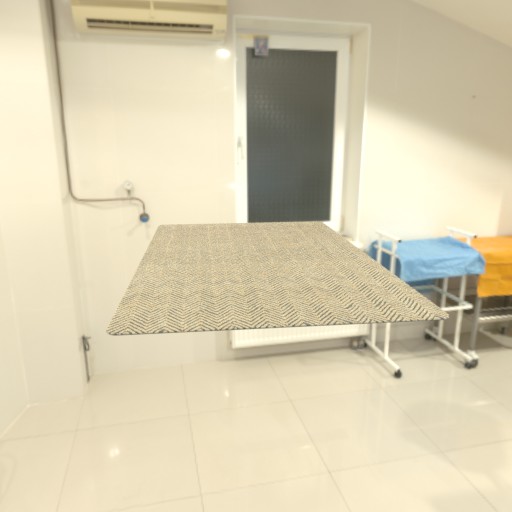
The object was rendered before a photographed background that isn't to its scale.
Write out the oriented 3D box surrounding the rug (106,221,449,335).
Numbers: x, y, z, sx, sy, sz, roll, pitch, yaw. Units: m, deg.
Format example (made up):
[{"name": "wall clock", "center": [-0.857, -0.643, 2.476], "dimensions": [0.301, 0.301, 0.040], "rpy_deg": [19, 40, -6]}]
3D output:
[{"name": "rug", "center": [0.000, 0.000, 2.273], "dimensions": [1.144, 0.008, 1.752], "rpy_deg": [-2, 15, -6]}]
